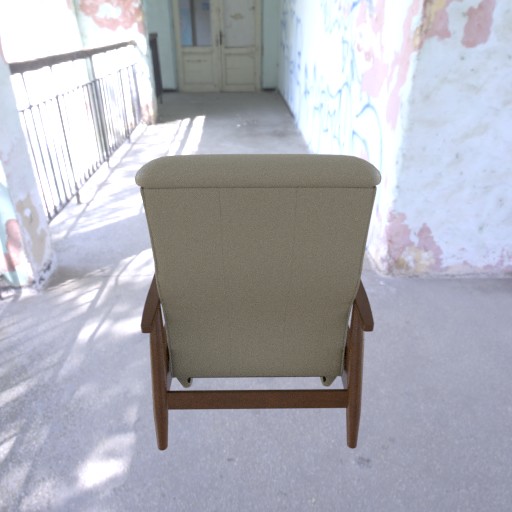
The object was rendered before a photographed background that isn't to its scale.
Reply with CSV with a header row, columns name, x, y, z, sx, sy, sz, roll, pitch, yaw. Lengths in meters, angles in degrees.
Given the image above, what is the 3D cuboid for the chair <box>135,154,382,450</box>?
name,x,y,z,sx,sy,sz,roll,pitch,yaw
chair,0.000,0.000,1.794,0.762,1.082,1.014,0,29,-1
